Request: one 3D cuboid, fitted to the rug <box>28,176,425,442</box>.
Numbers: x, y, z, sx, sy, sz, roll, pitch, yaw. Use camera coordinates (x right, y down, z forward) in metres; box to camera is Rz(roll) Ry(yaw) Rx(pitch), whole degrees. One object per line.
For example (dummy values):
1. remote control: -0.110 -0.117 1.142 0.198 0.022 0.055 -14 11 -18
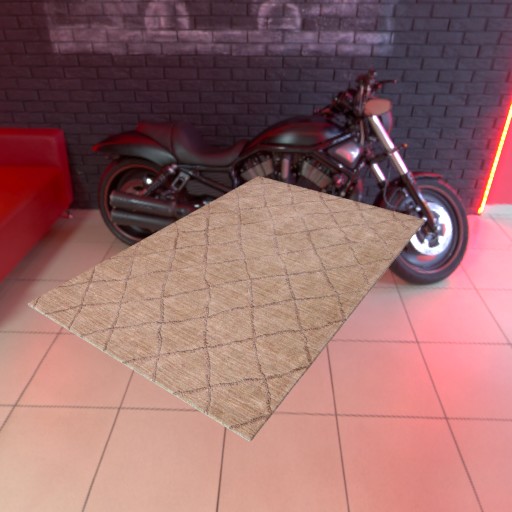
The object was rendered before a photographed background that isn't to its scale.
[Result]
1. rug: 0.000 0.000 2.901 1.521 0.015 2.280 20 37 29
